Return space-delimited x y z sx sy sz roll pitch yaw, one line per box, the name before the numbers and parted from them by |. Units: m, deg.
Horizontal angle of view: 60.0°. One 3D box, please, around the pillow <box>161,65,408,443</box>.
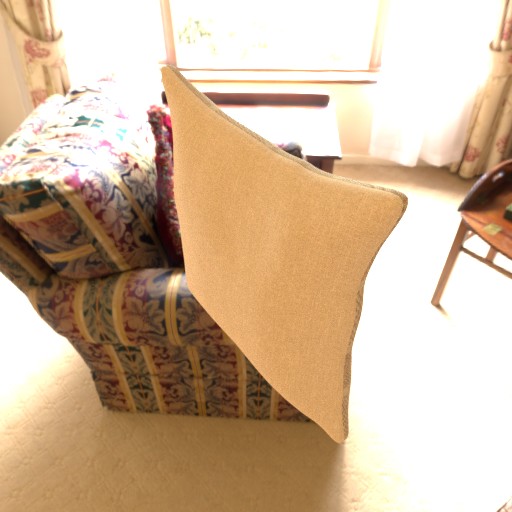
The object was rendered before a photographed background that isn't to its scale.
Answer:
pillow | 0.000 0.000 0.649 0.138 0.432 0.436 -26 47 -27
